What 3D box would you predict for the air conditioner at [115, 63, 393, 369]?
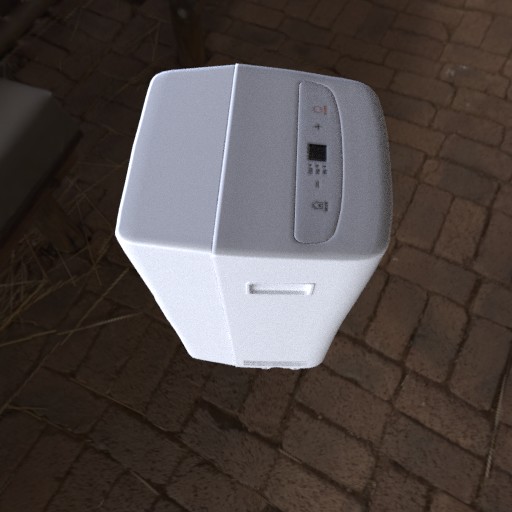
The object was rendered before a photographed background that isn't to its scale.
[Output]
[{"bbox_3d":[0.000,0.000,0.825,0.349,0.606,0.304,4,64,2],"label":"air conditioner"}]
